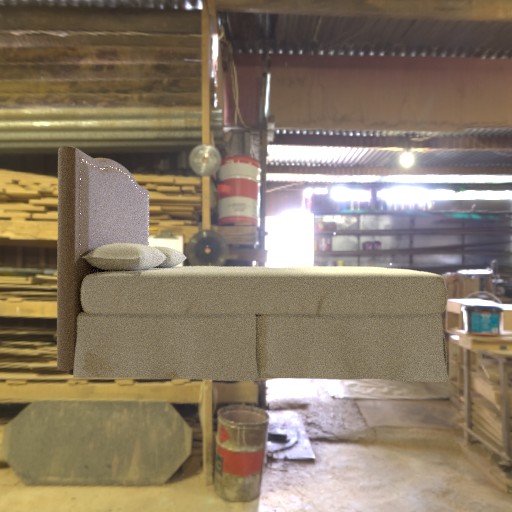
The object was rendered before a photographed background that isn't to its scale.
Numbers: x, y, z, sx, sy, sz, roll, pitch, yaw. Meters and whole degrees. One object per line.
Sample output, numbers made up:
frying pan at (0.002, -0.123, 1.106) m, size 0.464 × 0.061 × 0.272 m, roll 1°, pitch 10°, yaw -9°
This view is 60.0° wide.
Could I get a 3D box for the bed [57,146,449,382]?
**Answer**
bed at (0.000, 0.000, 3.400) m, size 2.282 × 1.436 × 1.821 m, roll 0°, pitch 0°, yaw 1°
